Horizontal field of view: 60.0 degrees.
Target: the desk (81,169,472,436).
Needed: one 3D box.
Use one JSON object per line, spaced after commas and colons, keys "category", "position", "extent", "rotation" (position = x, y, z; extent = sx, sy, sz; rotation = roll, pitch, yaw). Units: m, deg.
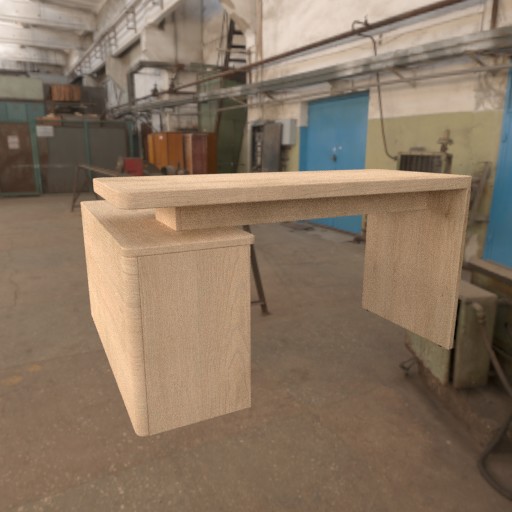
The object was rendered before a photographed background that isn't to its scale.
{"category": "desk", "position": [0.000, 0.000, 2.083], "extent": [1.400, 0.770, 1.175], "rotation": [-7, 16, -26]}
